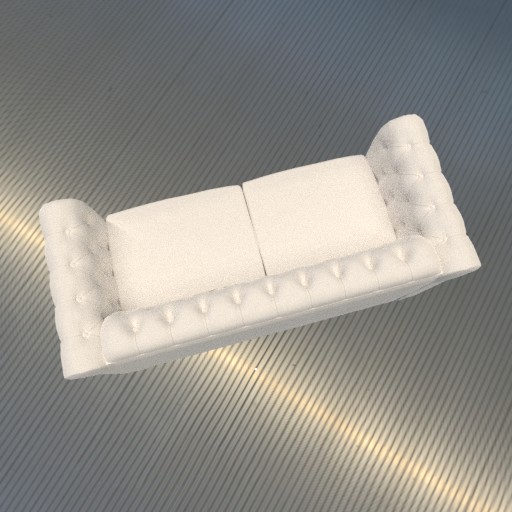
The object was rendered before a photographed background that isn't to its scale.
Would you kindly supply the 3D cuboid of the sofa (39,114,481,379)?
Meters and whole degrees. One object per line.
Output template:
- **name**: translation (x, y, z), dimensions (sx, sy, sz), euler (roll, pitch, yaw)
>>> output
- **sofa**: translation (0.000, 0.000, 2.235), dimensions (1.798, 0.796, 0.771), euler (-15, 76, -4)
